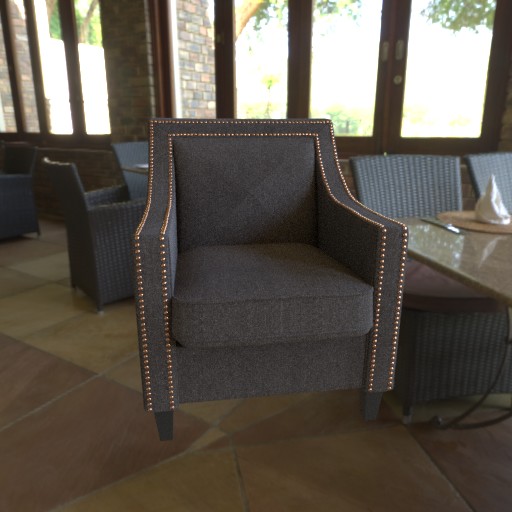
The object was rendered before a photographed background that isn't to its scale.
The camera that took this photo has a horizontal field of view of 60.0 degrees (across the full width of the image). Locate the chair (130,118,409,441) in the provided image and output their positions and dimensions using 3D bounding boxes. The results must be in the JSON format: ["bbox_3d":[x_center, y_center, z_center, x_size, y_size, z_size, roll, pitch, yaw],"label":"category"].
[{"bbox_3d":[0.000,0.000,1.602,0.776,0.967,0.884,-2,16,-8],"label":"chair"}]
